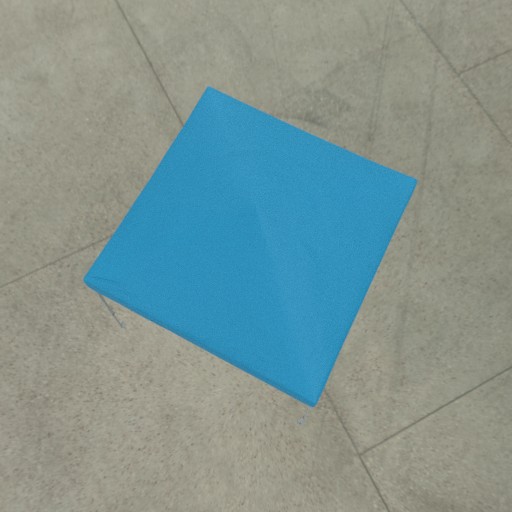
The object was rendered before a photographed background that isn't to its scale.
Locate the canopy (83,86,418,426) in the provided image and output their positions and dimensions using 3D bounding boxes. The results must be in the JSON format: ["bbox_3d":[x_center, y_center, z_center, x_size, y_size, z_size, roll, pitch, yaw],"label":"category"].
[{"bbox_3d":[0.000,0.000,6.371,3.600,3.600,3.599,26,75,8],"label":"canopy"}]
